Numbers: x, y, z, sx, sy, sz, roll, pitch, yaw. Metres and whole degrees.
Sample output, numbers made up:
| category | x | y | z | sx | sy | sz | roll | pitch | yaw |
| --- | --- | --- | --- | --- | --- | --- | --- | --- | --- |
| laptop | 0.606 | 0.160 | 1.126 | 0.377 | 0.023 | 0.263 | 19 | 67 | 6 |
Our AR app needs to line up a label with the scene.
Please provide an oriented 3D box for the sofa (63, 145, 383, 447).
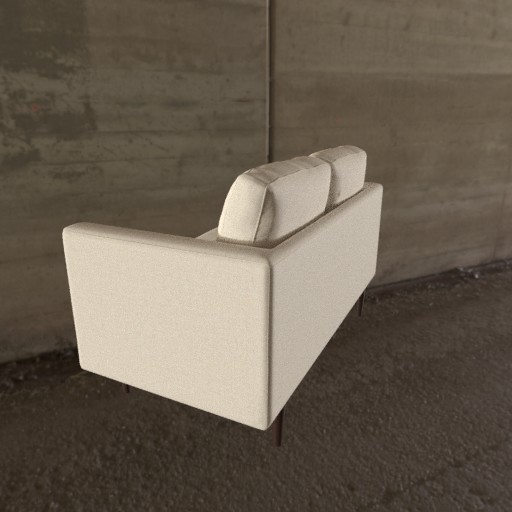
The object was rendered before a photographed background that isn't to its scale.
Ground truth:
| category | x | y | z | sx | sy | sz | roll | pitch | yaw |
| --- | --- | --- | --- | --- | --- | --- | --- | --- | --- |
| sofa | 0.000 | 0.000 | 1.971 | 0.796 | 0.908 | 1.430 | 9 | 20 | 25 |
